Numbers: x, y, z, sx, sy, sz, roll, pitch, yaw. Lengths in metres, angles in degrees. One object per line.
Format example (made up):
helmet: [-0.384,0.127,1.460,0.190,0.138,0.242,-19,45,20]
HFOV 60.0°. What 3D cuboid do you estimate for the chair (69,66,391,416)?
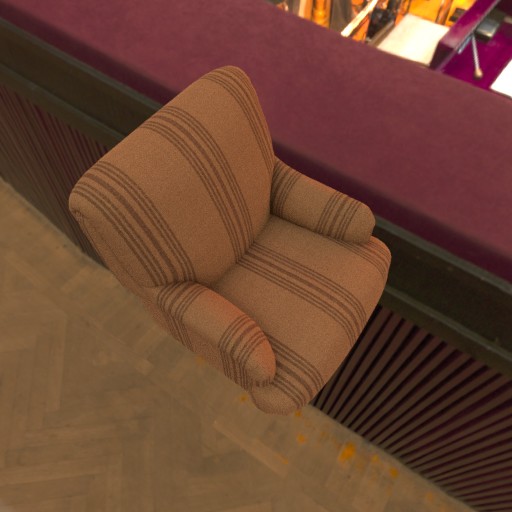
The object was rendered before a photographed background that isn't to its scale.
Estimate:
chair: [0.000,0.000,1.638,0.914,0.940,0.813,31,63,18]
